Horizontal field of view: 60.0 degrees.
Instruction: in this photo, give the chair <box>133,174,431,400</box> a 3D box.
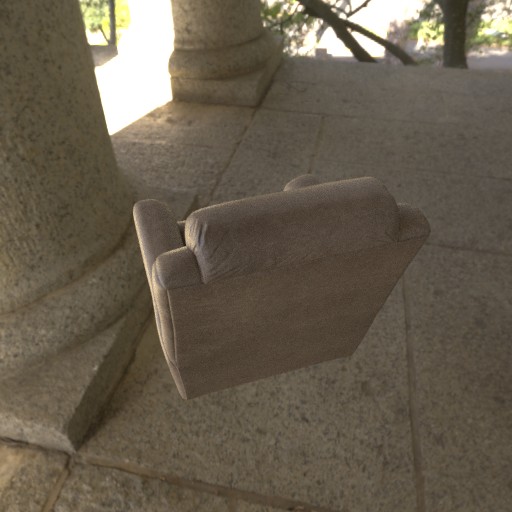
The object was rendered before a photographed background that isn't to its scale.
[{"bbox_3d":[0.000,0.000,1.947,0.967,1.116,1.068,-12,42,-13],"label":"chair"}]
